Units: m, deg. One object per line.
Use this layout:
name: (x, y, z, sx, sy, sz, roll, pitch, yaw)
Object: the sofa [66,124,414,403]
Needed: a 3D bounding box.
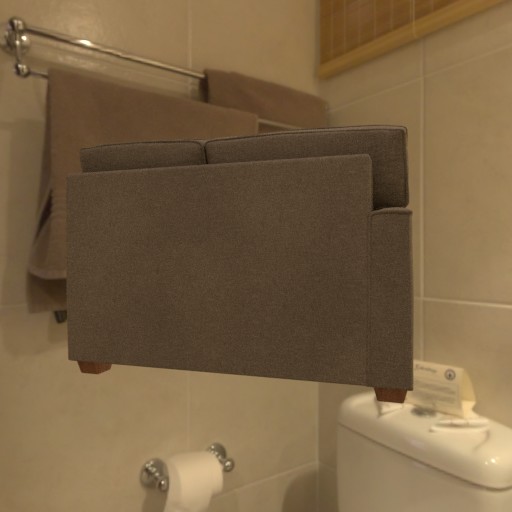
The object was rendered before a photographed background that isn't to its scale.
sofa: (0.000, 0.000, 2.088, 1.388, 0.989, 0.991, 0, 0, 18)
